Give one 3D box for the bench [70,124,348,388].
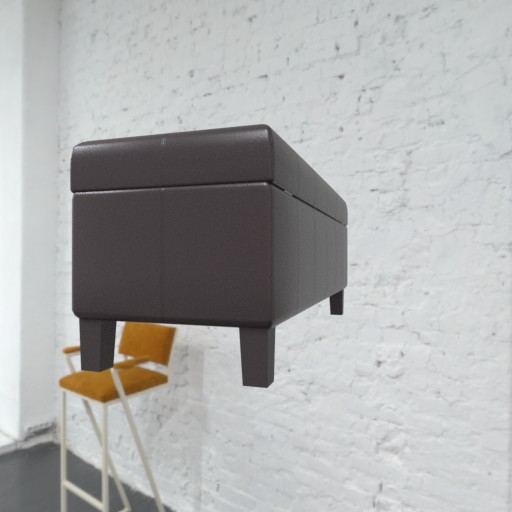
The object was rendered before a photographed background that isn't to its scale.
[{"bbox_3d":[0.000,0.000,1.321,0.429,0.457,1.092,0,0,18],"label":"bench"}]
